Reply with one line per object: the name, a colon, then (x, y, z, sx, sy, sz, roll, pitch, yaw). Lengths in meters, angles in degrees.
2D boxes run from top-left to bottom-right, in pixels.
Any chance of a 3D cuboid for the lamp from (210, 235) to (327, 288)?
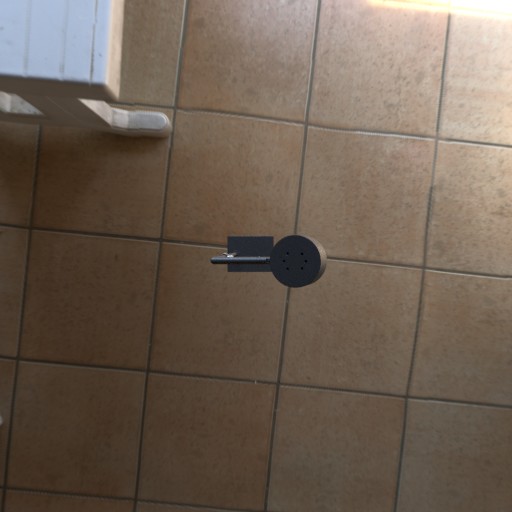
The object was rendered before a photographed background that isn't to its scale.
lamp: (0.000, 0.000, 1.743, 0.304, 1.600, 0.203, 0, 91, -1)
